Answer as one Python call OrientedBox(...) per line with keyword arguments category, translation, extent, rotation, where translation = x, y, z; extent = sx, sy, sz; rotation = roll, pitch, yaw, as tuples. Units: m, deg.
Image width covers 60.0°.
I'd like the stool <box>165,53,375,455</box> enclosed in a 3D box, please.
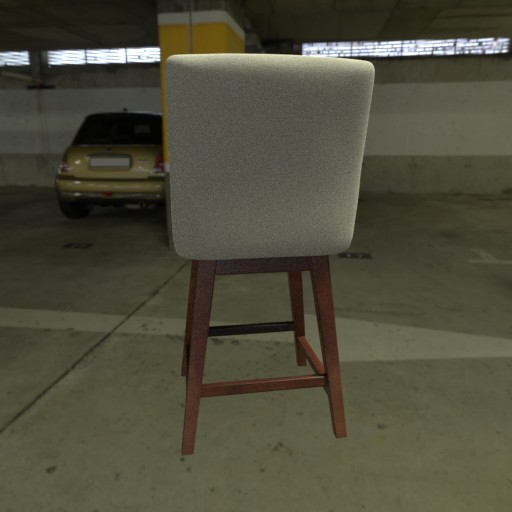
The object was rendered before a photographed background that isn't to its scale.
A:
OrientedBox(category="stool", translation=(0.000, 0.000, 1.284), extent=(0.469, 0.991, 0.559), rotation=(-2, 15, -9))
